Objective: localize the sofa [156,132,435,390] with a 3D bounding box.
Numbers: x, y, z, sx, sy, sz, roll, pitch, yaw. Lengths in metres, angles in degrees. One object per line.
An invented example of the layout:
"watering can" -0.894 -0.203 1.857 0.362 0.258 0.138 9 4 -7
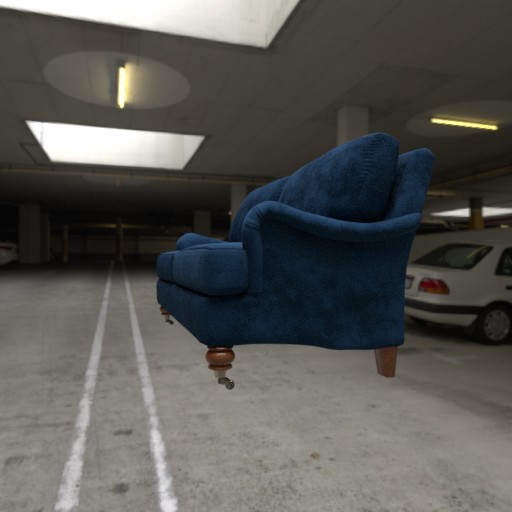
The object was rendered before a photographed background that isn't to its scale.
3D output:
"sofa" 0.000 0.000 2.820 1.084 1.101 2.141 0 -1 -18
